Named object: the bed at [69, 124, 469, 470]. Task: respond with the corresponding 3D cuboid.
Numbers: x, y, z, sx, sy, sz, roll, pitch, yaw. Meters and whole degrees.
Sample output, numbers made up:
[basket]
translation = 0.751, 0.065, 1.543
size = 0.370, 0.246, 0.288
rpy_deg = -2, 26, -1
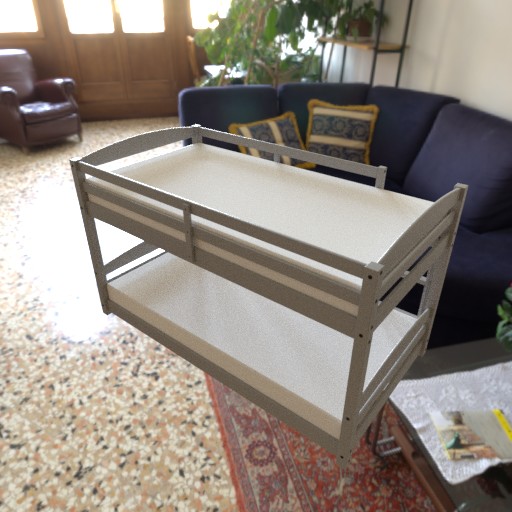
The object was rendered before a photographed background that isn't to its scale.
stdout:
[bed]
translation = 0.000, 0.000, 2.789
size = 2.013, 1.206, 1.105
rpy_deg = 22, 37, 33
